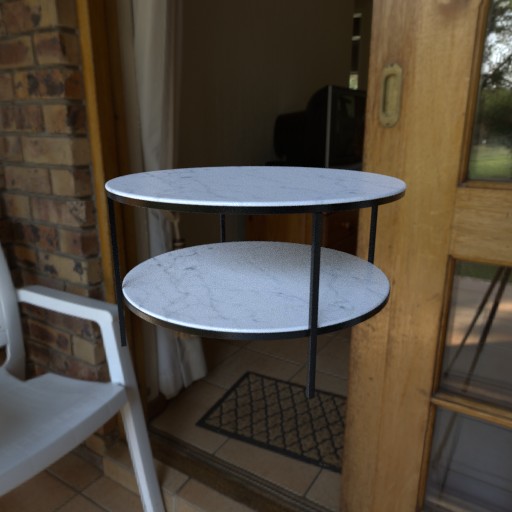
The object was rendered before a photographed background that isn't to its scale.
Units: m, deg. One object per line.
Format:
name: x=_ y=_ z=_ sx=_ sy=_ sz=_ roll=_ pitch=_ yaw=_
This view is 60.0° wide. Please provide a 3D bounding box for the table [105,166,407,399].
table: x=0.000 y=0.000 z=1.300 sx=0.800 sy=0.450 sz=0.800 roll=0 pitch=16 yaw=0
